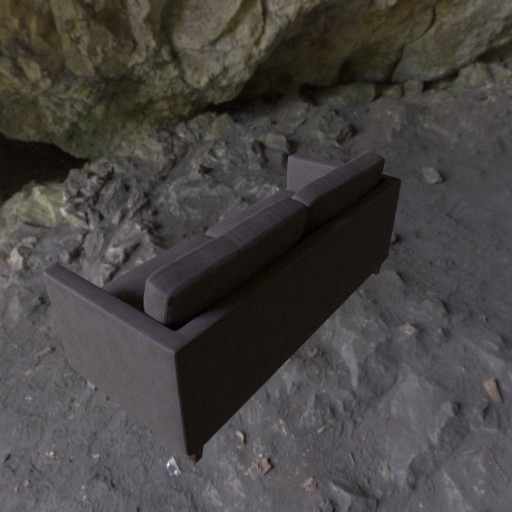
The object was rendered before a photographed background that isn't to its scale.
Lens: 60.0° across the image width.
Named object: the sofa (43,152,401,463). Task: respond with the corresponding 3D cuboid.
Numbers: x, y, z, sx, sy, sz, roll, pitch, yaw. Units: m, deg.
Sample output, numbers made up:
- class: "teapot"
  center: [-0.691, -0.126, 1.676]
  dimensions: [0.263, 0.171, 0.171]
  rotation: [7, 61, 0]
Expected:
- class: "sofa"
  center: [0.000, 0.000, 2.747]
  dimensions: [0.951, 0.965, 2.208]
  rotation: [22, 37, 31]
